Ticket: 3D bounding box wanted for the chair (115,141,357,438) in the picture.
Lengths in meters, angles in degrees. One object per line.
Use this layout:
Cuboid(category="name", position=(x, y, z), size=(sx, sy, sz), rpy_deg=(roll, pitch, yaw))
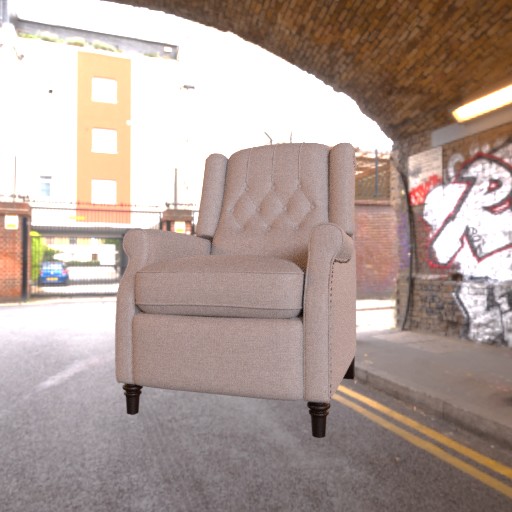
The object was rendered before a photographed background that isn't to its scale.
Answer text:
Cuboid(category="chair", position=(0.000, 0.000, 1.686), size=(0.742, 1.035, 0.902), rpy_deg=(0, -1, 18))
